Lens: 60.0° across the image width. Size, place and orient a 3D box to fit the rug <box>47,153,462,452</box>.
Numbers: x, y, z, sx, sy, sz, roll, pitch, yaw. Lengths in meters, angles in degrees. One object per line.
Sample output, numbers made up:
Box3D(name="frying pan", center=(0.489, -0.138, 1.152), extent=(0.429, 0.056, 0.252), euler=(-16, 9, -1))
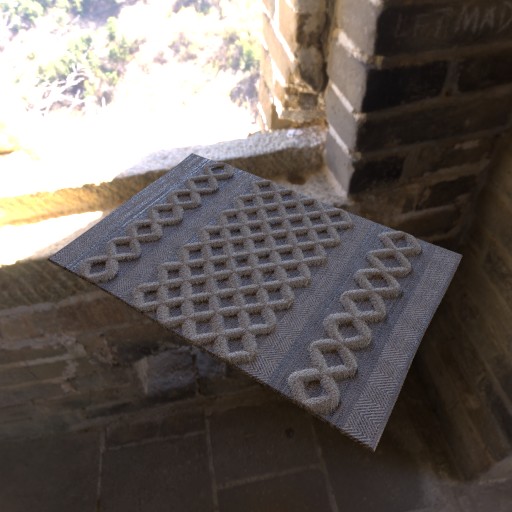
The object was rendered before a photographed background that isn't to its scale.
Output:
Box3D(name="rug", center=(0.000, 0.000, 2.332), extent=(1.823, 0.030, 1.222), euler=(25, 50, 22))
